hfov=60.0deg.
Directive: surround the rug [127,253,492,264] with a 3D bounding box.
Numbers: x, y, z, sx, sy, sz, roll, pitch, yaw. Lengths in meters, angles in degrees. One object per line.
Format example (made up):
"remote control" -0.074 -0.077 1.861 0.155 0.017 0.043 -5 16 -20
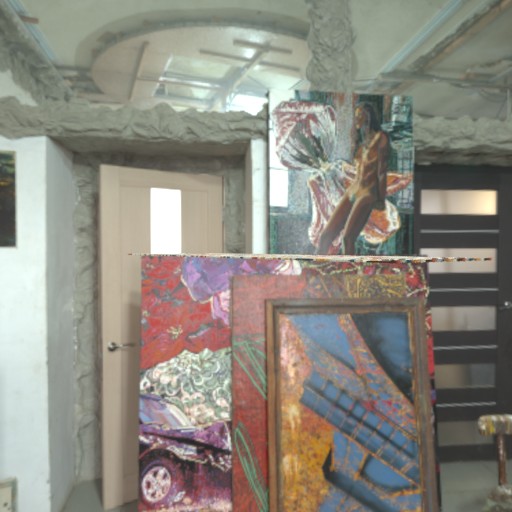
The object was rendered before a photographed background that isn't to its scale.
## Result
"rug" 0.000 0.000 2.909 0.763 0.015 2.682 -1 1 -36
